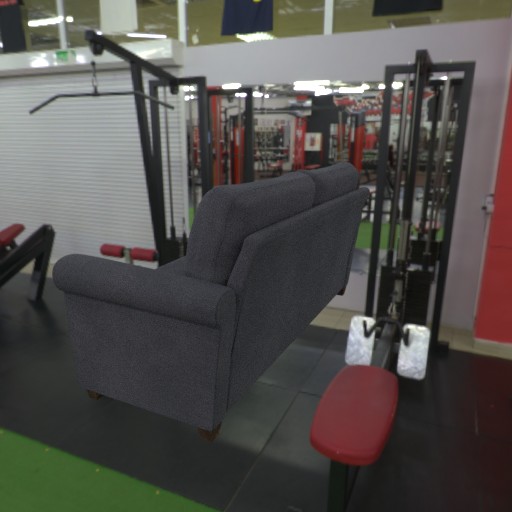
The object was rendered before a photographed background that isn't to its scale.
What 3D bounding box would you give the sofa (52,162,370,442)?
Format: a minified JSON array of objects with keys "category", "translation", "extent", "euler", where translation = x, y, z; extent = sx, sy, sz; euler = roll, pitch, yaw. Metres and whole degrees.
[{"category":"sofa","translation":[0.000,0.000,2.425],"extent":[0.842,0.942,1.935],"euler":[8,17,26]}]
